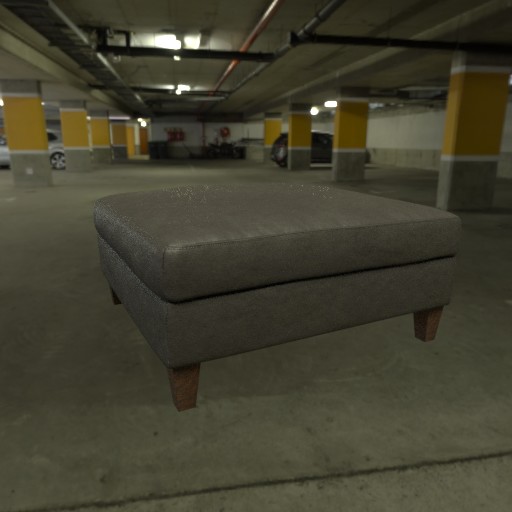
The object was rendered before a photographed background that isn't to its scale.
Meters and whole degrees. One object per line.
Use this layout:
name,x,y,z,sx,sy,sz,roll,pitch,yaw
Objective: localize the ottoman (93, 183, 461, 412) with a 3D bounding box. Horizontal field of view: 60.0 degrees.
ottoman,0.000,0.000,1.365,0.844,0.415,0.836,-7,16,-27
